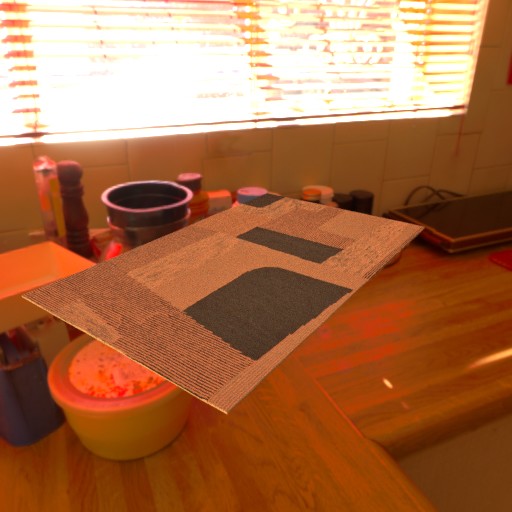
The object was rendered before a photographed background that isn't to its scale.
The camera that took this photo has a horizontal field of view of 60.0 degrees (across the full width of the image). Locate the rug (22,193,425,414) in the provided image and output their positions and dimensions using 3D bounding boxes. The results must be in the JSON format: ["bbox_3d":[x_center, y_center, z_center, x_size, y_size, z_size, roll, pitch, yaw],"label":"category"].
[{"bbox_3d":[0.000,0.000,3.000,1.521,0.015,2.436,17,30,32],"label":"rug"}]
